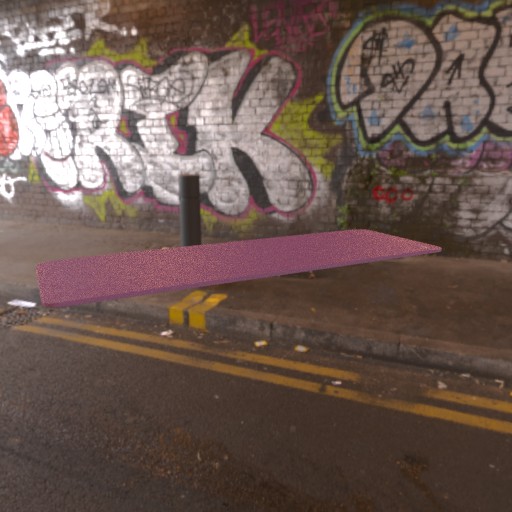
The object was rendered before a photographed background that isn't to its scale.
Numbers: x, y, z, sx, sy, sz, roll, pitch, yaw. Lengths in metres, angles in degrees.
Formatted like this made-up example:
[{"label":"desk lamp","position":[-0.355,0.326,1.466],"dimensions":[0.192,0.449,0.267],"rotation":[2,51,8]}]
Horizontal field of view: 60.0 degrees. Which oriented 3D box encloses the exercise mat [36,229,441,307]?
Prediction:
[{"label":"exercise mat","position":[0.000,0.000,2.102],"dimensions":[1.869,0.021,0.616],"rotation":[-7,15,-26]}]
